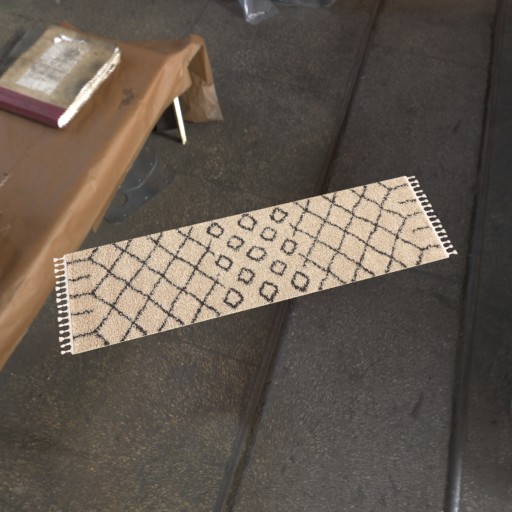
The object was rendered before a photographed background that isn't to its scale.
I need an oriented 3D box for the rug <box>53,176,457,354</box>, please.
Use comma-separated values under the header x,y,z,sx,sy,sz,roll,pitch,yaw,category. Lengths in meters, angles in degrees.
x,y,z,sx,sy,sz,roll,pitch,yaw,category
0.000,0.000,2.790,2.464,0.005,0.660,-14,63,-7,rug
